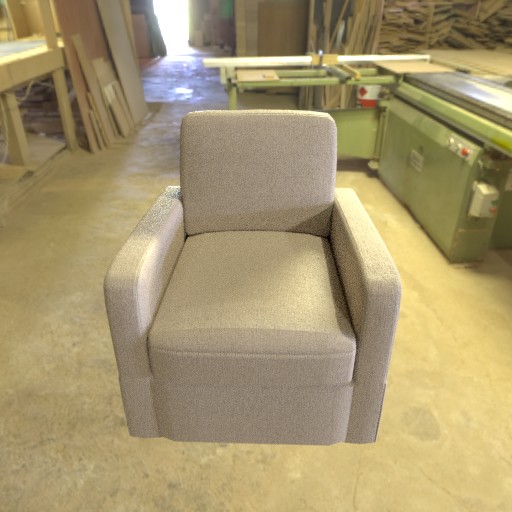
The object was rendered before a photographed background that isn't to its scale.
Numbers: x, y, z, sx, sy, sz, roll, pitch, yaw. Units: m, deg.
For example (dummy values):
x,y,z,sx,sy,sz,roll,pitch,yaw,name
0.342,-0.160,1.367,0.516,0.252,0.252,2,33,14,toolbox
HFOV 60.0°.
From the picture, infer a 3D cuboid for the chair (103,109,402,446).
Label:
x,y,z,sx,sy,sz,roll,pitch,yaw,name
0.000,0.000,1.492,0.755,0.827,0.888,1,30,2,chair
